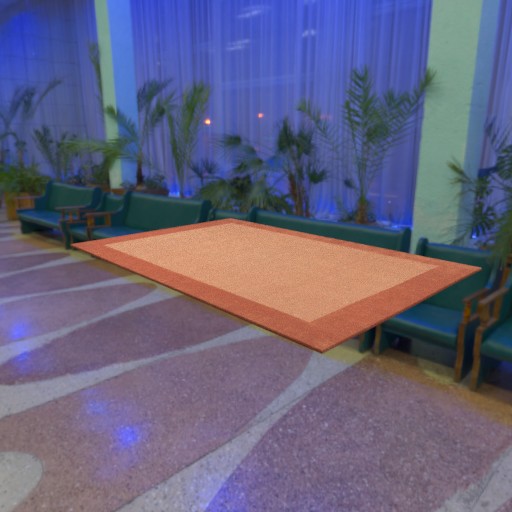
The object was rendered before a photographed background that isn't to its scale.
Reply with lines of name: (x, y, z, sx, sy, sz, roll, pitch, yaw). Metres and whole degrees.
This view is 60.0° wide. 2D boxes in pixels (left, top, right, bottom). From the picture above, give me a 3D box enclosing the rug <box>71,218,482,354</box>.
rug: (0.000, 0.000, 2.334, 1.219, 0.014, 1.829, -14, 21, -42)
